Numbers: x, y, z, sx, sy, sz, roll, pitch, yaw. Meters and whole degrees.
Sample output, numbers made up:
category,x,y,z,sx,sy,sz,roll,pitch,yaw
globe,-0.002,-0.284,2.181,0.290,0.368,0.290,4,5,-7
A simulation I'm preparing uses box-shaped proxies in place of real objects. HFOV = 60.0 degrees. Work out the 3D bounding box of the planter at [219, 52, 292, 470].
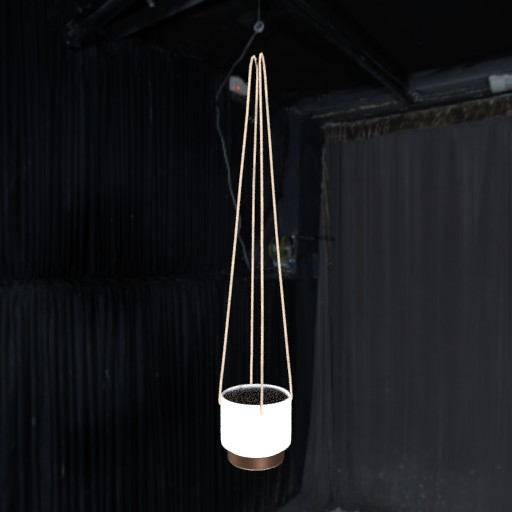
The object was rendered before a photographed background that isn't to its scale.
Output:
category,x,y,z,sx,sy,sz,roll,pitch,yaw
planter,0.000,0.000,0.926,0.146,0.841,0.146,0,0,36
